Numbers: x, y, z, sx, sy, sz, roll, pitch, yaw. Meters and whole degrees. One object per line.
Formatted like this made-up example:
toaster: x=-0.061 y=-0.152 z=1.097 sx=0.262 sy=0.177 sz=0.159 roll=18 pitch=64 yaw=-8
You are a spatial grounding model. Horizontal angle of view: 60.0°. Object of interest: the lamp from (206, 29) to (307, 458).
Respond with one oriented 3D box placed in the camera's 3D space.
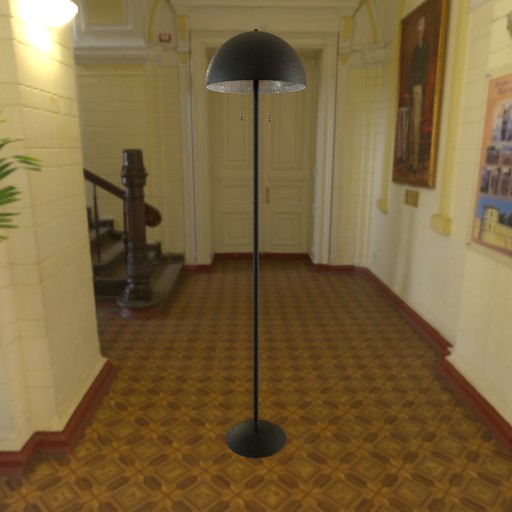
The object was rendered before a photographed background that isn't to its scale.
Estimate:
lamp: x=0.000 y=0.000 z=1.581 sx=0.328 sy=1.480 sz=0.328 roll=13 pitch=18 yaw=42
